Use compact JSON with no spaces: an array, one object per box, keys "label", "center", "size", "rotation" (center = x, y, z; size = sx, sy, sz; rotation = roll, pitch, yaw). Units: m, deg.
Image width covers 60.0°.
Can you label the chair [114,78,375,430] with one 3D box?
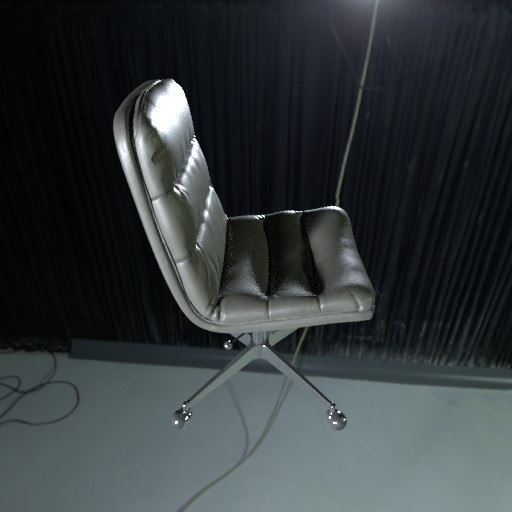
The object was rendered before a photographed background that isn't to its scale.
[{"label":"chair","center":[0.000,0.000,1.030],"size":[0.485,0.738,0.422],"rotation":[0,33,0]}]
